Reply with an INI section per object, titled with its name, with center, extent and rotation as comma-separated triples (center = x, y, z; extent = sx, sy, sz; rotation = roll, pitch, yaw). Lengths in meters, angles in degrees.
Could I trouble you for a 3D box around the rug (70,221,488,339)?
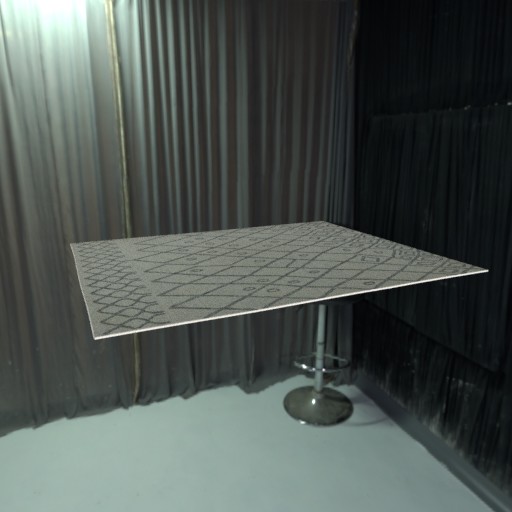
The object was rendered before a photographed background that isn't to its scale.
[rug]
center = 0.000, 0.000, 4.062
extent = 3.046, 0.015, 2.446
rotation = -7, 16, -24
